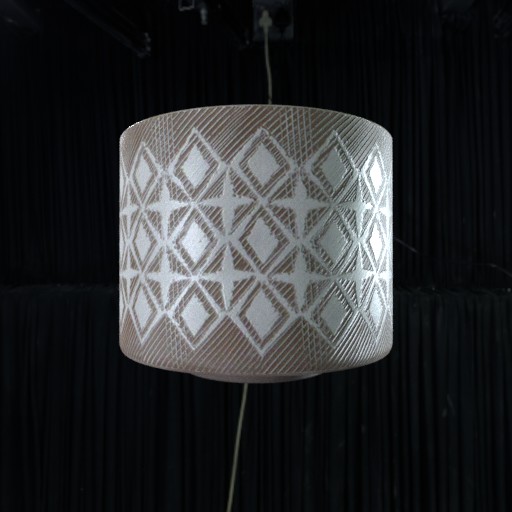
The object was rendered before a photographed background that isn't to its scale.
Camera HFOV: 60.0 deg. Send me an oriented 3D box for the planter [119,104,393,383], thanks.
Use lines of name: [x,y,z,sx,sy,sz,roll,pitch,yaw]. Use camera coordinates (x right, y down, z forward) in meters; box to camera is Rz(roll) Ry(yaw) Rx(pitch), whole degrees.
planter: [0.000,0.000,0.215,0.126,0.104,0.126,0,0,0]
